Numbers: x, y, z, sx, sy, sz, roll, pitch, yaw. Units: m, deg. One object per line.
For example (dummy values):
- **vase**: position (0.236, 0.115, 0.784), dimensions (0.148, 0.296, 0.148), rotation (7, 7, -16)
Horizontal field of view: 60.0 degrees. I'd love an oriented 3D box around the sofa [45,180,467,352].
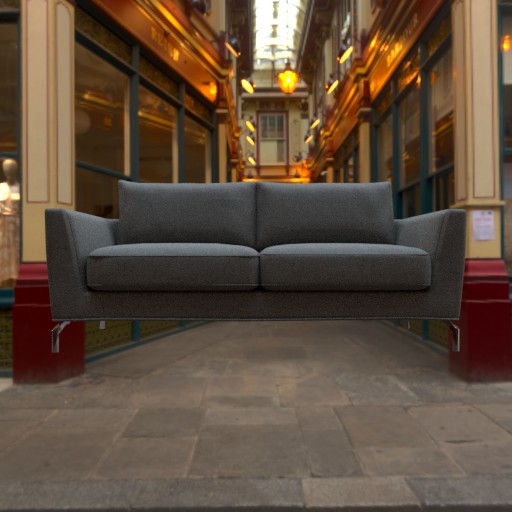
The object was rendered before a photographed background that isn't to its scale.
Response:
- **sofa**: position (0.000, 0.000, 2.709), dimensions (2.212, 1.002, 0.869), rotation (0, 0, -1)
